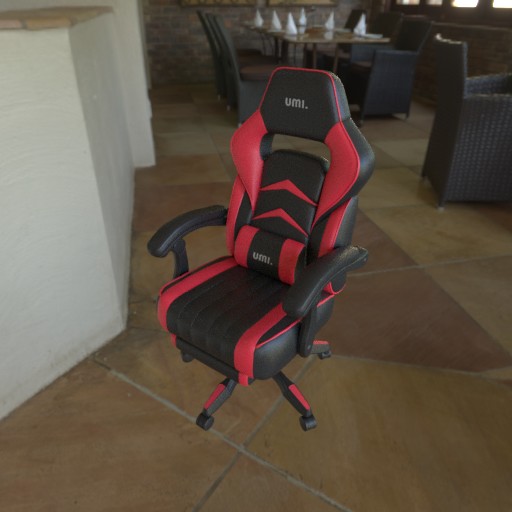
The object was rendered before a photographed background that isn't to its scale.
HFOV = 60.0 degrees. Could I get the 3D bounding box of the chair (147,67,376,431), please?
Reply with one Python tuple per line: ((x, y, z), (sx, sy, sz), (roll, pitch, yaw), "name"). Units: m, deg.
((0.000, 0.000, 1.626), (0.700, 1.220, 0.700), (20, 36, 31), "chair")
